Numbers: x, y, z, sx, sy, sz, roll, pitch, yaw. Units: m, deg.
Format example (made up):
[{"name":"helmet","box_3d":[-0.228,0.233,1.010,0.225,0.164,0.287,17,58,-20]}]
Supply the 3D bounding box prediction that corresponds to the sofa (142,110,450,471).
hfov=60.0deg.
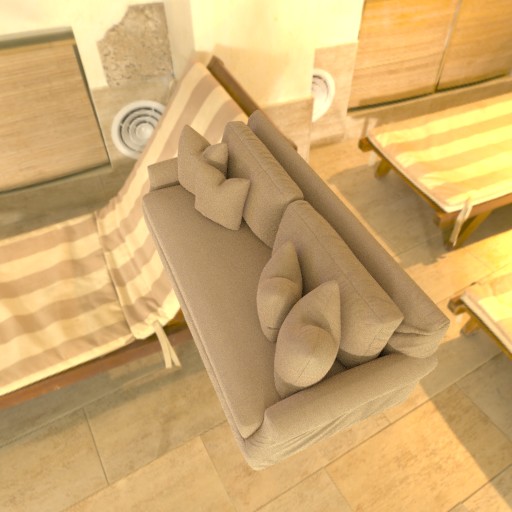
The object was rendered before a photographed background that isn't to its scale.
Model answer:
[{"name":"sofa","box_3d":[0.000,0.000,2.858,1.067,0.904,2.285,-18,50,-16]}]
